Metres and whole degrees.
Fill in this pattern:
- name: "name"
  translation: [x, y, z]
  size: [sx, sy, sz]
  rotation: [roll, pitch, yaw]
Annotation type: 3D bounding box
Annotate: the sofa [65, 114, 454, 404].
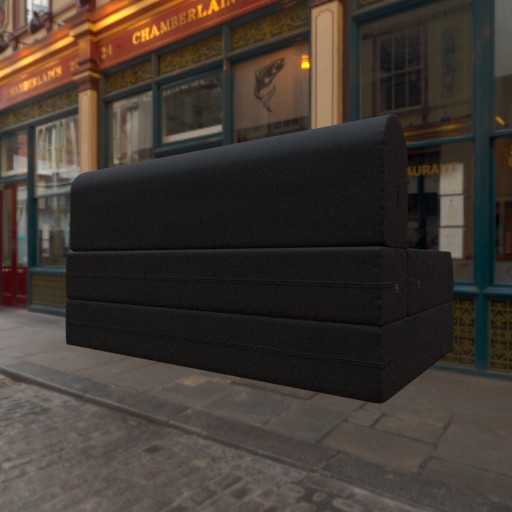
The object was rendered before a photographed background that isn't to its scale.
- name: "sofa"
  translation: [0.000, 0.000, 1.632]
  size: [1.225, 0.670, 0.762]
  rotation: [0, -1, 35]
